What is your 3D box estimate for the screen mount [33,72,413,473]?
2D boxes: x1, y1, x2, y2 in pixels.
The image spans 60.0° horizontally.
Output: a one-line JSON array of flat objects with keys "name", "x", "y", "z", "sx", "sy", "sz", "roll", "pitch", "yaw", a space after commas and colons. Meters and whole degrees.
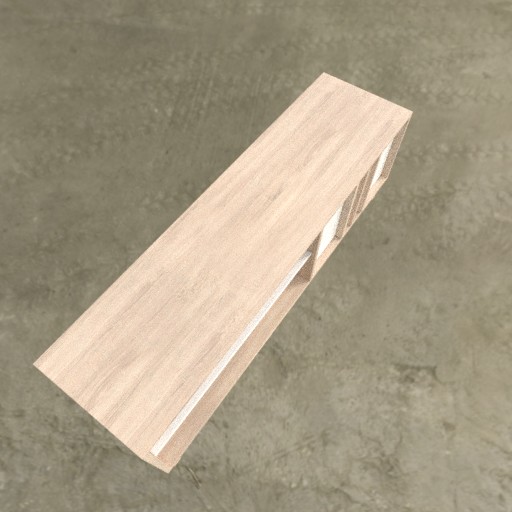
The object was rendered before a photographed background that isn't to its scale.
[{"name": "screen mount", "x": 0.000, "y": 0.000, "z": 1.663, "sx": 0.400, "sy": 0.510, "sz": 1.500, "roll": 32, "pitch": 64, "yaw": 17}]
